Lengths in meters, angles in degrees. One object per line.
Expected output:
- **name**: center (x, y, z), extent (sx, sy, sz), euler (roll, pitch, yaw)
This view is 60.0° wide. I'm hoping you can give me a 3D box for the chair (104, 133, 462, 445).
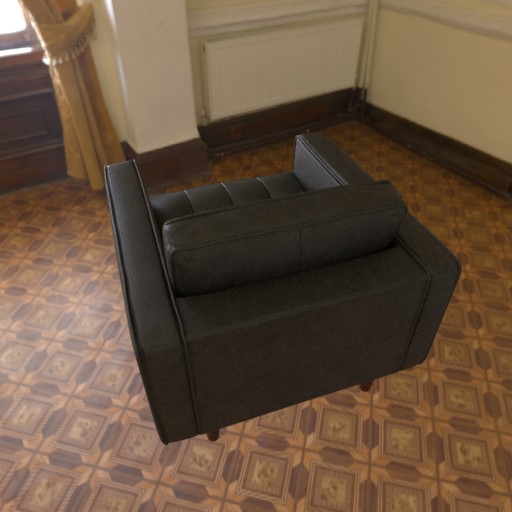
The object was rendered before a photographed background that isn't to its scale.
- **chair**: center (0.000, 0.000, 1.523), extent (0.889, 0.763, 0.914), euler (-13, 42, -14)
